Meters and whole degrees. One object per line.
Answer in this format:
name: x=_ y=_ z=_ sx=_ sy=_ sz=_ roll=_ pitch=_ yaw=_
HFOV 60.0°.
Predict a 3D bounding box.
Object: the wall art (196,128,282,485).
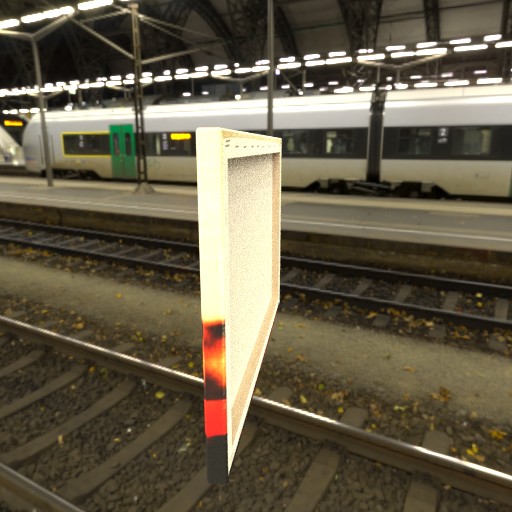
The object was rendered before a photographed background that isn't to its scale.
wall art: x=0.000 y=0.000 z=1.146 sx=0.038 sy=0.602 sz=0.918 roll=2 pitch=14 yaw=8
